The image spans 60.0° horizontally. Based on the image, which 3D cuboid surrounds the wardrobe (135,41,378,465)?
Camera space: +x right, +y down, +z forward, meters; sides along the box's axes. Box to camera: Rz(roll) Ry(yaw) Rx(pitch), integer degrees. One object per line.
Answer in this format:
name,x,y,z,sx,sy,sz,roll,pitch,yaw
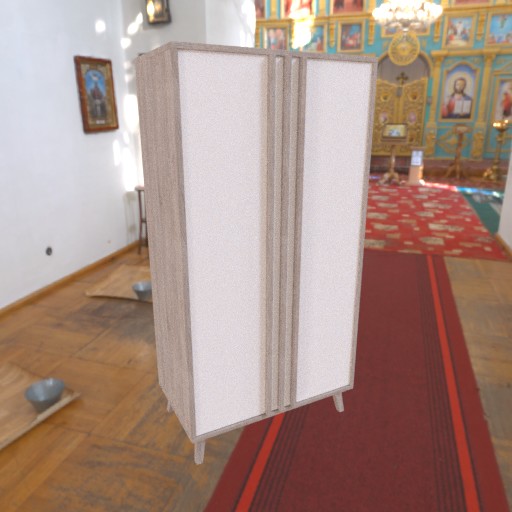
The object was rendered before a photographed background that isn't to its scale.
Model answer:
wardrobe,0.000,0.000,2.384,1.000,1.960,0.600,-9,19,-26
